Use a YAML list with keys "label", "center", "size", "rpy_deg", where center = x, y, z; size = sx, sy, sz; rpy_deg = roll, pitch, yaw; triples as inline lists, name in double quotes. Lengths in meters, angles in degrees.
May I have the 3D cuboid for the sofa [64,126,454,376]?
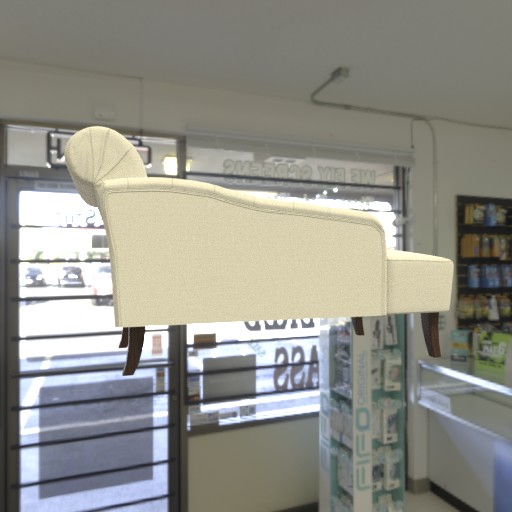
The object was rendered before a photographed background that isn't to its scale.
- label: "sofa"
  center: [0.000, 0.000, 1.777]
  size: [1.379, 0.787, 0.675]
  rpy_deg: [0, -1, -19]
